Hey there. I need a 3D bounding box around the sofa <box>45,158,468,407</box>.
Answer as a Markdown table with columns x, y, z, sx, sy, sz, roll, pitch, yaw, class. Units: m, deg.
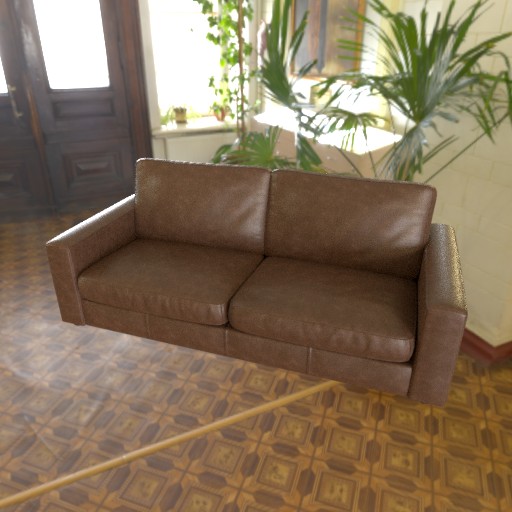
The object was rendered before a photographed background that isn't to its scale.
| x | y | z | sx | sy | sz | roll | pitch | yaw | class |
| --- | --- | --- | --- | --- | --- | --- | --- | --- | --- |
| 0.000 | 0.000 | 2.592 | 2.179 | 0.873 | 1.016 | 9 | 28 | 17 | sofa |
